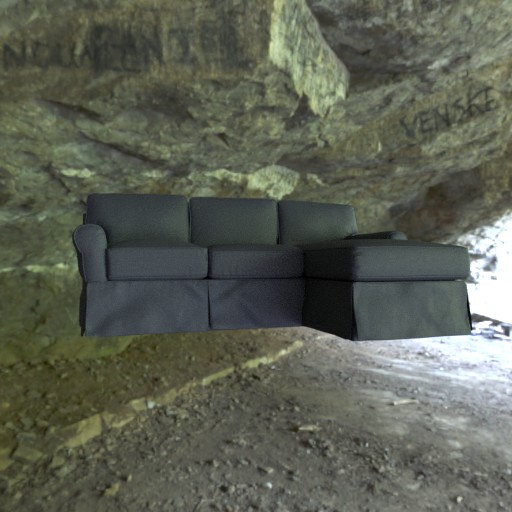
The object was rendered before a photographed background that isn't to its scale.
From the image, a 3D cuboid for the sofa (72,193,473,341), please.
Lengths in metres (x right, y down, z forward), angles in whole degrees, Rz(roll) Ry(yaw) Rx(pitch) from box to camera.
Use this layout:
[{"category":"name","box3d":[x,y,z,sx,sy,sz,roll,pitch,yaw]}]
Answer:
[{"category":"sofa","box3d":[0.000,0.000,3.247,2.518,1.039,1.637,0,-1,-18]}]
